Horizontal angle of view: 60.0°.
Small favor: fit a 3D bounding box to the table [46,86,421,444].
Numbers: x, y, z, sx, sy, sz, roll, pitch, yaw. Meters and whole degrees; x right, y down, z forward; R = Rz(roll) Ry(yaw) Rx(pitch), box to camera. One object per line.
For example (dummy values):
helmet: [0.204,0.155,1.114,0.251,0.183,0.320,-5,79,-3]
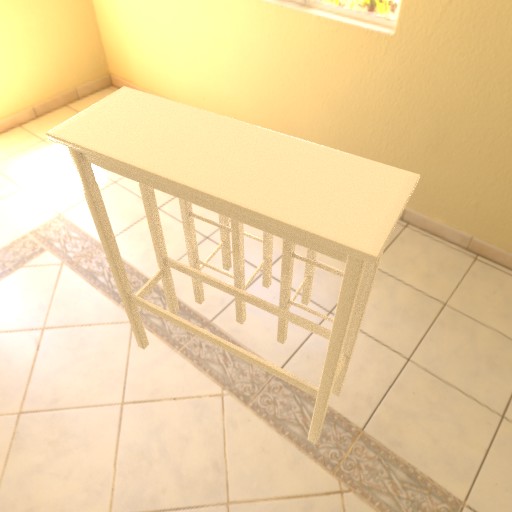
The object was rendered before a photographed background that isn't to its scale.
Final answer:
table: [0.000,0.000,1.599,0.915,1.065,0.650,23,51,20]
